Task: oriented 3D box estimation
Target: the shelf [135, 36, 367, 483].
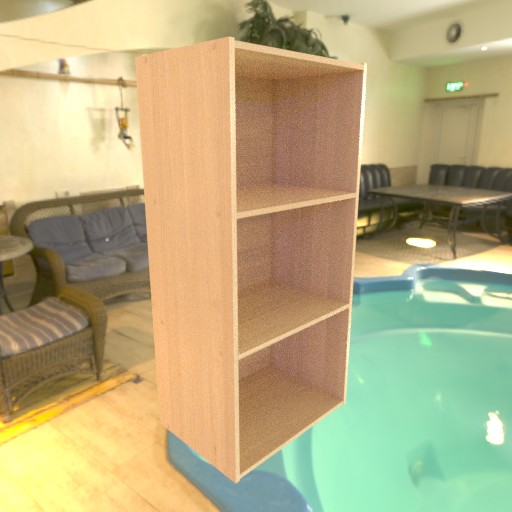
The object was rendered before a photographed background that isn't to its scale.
[{"bbox_3d":[0.000,0.000,1.074,0.417,0.876,0.292,-15,22,-43],"label":"shelf"}]
